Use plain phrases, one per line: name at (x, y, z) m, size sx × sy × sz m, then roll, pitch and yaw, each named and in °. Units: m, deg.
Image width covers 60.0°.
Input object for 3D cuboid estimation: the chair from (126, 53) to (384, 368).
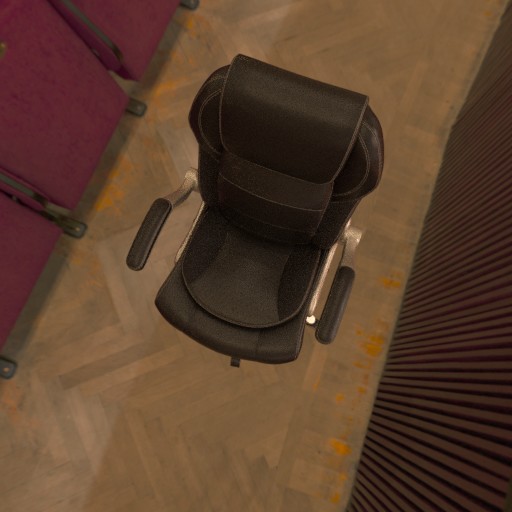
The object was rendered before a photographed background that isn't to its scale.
chair at (0.000, 0.000, 1.626) m, size 0.724 × 1.141 × 0.801 m, roll 21°, pitch 76°, yaw 5°
